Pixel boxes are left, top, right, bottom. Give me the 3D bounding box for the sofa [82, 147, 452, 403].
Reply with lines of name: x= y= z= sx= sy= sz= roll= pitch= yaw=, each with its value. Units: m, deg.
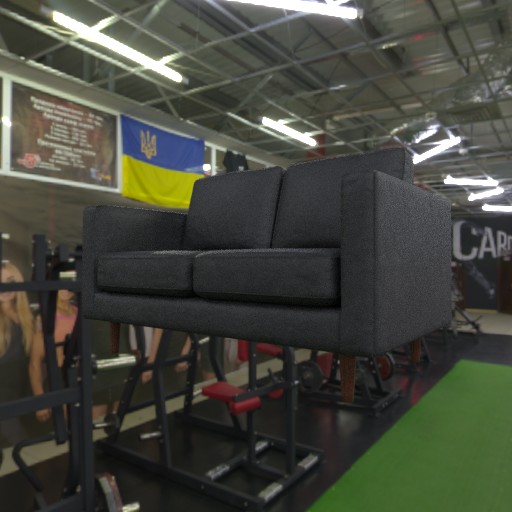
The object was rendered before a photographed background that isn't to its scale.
sofa: x=0.000 y=0.000 z=1.971 sx=1.430 sy=0.899 sz=0.879 roll=0 pitch=-1 yaw=37
